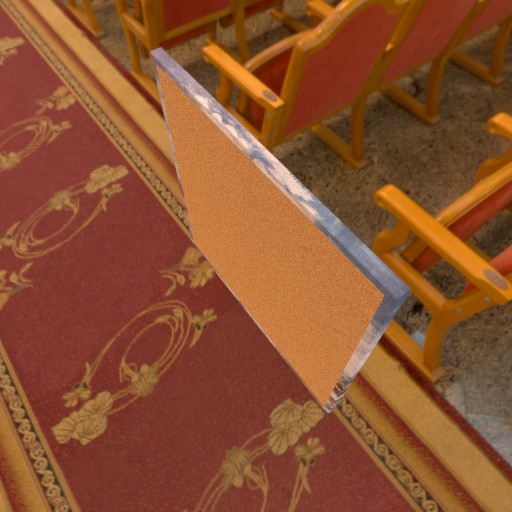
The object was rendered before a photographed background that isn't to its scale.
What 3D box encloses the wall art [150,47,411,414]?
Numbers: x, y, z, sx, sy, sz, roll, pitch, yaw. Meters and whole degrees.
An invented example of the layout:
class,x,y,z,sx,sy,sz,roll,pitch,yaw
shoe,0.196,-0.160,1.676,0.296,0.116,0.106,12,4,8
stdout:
class,x,y,z,sx,sy,sz,roll,pitch,yaw
wall art,0.000,0.000,1.534,0.040,1.020,1.010,-32,63,-18
